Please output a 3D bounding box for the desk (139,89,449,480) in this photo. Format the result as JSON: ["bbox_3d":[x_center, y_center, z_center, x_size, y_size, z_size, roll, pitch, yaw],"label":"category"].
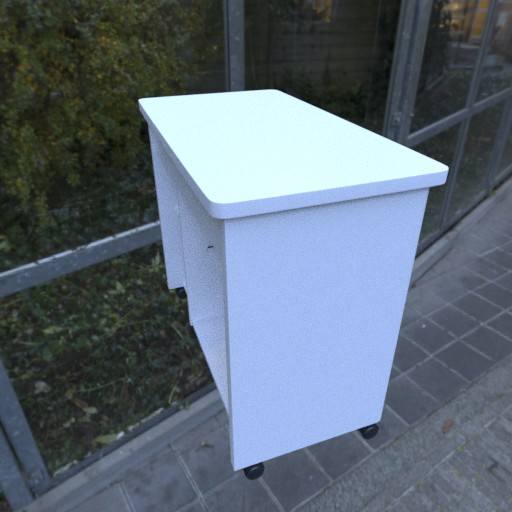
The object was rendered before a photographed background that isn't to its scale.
[{"bbox_3d":[0.000,0.000,1.305,0.475,0.763,0.877,-11,32,-18],"label":"desk"}]
